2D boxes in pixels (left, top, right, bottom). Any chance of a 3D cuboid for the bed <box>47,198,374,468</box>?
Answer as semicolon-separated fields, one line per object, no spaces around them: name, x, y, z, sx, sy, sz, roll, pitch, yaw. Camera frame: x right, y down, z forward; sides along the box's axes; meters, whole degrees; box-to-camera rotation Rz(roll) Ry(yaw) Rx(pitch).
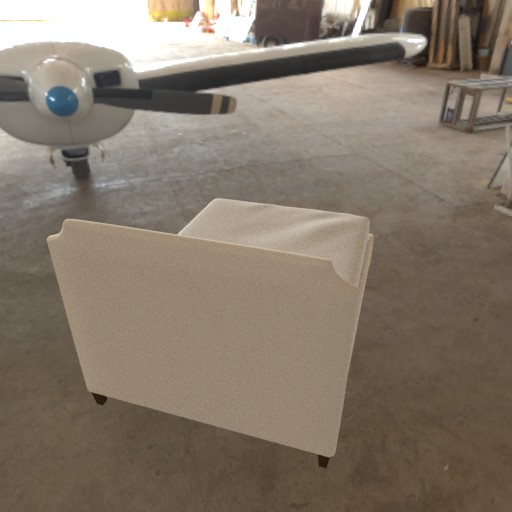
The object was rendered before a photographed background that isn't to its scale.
bed;0.000;0.000;3.460;1.712;1.443;2.365;9;31;15
